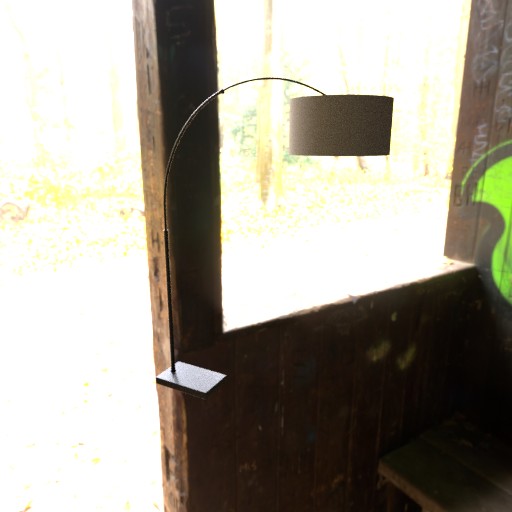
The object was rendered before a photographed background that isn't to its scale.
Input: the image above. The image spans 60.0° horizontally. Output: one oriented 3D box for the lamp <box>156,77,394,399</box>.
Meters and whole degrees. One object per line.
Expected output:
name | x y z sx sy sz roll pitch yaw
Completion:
lamp | 0.000 0.000 2.568 1.424 1.927 0.493 8 17 27
